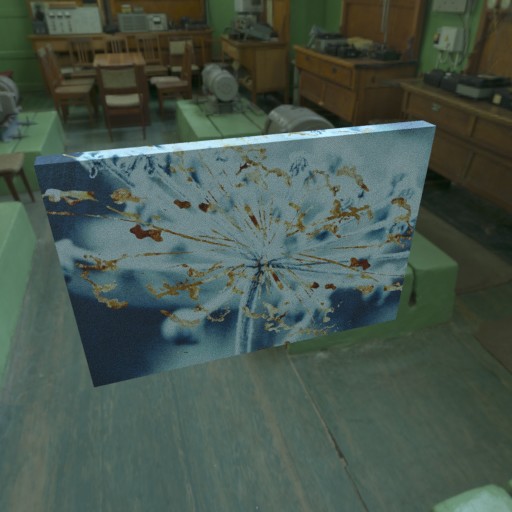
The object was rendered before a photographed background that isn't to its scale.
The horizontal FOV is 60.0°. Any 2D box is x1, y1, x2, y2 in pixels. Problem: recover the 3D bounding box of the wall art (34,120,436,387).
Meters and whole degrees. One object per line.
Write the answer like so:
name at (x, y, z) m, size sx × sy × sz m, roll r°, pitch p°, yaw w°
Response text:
wall art at (0.000, 0.000, 0.765) m, size 0.607 × 0.405 × 0.036 m, roll -10°, pitch 33°, yaw -15°
